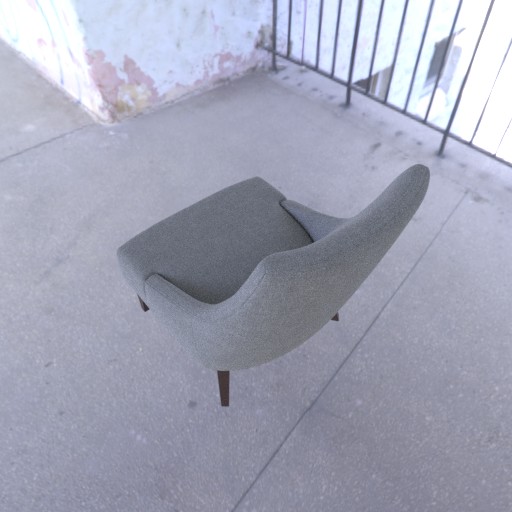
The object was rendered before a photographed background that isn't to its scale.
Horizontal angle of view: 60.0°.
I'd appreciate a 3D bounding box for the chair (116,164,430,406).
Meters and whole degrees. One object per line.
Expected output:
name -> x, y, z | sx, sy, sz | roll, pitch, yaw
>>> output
chair -> 0.000, 0.000, 1.512 | 0.701, 0.909, 0.861 | -32, 55, -25
